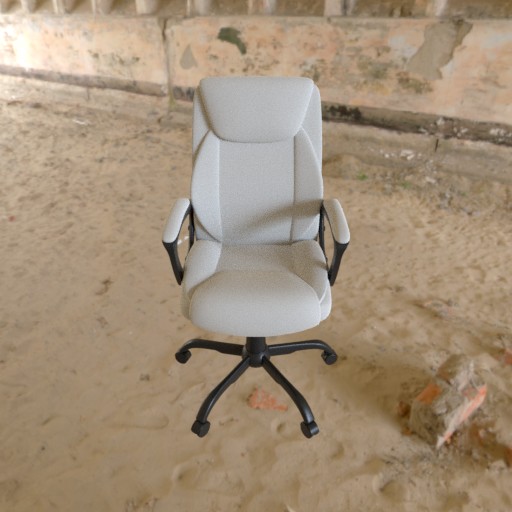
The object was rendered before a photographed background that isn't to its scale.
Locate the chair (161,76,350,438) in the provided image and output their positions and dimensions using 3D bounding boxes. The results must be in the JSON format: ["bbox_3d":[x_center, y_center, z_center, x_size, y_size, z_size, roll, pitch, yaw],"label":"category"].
[{"bbox_3d":[0.000,0.000,1.498,0.663,1.065,0.669,0,30,1],"label":"chair"}]
